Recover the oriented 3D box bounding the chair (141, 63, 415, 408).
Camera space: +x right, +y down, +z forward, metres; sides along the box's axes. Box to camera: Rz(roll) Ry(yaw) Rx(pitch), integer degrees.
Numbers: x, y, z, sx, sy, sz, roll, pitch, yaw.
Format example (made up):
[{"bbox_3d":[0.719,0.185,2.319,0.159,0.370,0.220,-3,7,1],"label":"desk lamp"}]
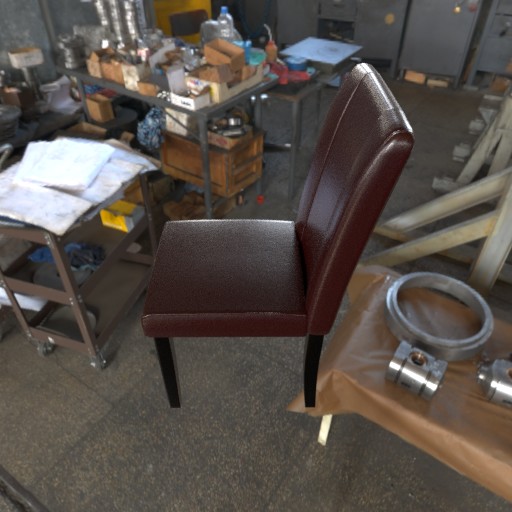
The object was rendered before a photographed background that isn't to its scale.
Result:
[{"bbox_3d":[0.000,0.000,1.188,0.556,0.897,0.399,0,40,0],"label":"chair"}]
